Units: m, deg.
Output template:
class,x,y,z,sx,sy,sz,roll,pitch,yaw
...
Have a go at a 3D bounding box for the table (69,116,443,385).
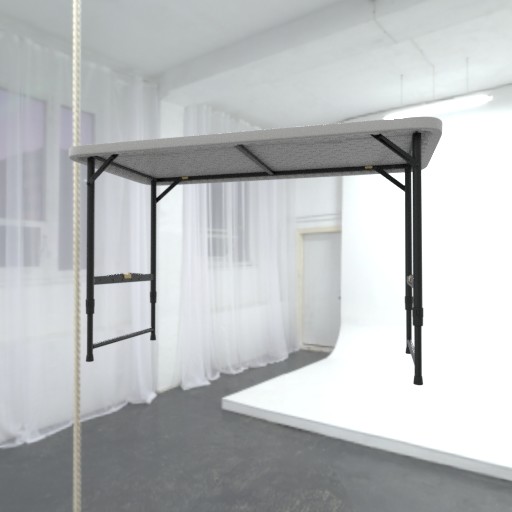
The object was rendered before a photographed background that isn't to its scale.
class,x,y,z,sx,sy,sz,roll,pitch,yaw
table,0.000,0.000,1.620,1.219,0.737,0.610,0,-1,16
